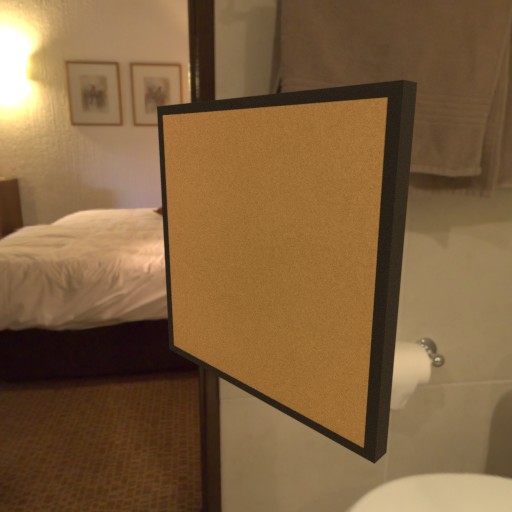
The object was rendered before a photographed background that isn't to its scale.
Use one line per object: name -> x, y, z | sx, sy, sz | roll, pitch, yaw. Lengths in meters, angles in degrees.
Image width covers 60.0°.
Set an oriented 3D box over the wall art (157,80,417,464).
wall art -> 0.000, 0.000, 0.749 | 0.033, 0.507, 0.508 | -14, 19, -43
